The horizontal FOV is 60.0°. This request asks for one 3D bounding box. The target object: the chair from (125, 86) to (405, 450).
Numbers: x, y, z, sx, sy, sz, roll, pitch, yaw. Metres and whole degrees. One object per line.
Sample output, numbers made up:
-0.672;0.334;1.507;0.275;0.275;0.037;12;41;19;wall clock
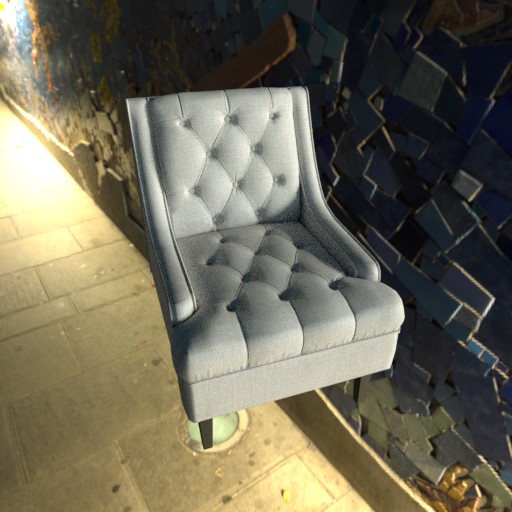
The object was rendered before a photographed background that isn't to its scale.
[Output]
0.000;0.000;1.427;0.658;0.891;0.772;-10;33;-16;chair
